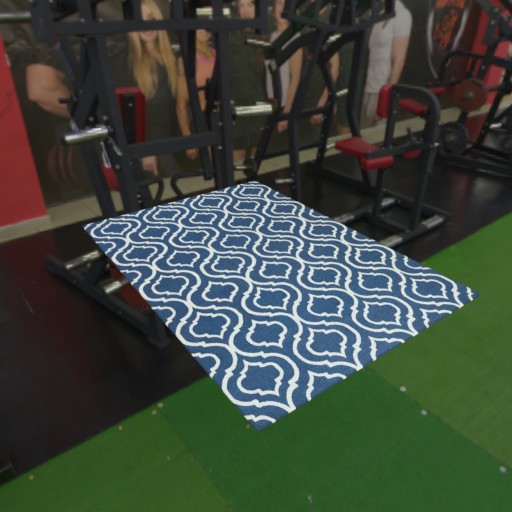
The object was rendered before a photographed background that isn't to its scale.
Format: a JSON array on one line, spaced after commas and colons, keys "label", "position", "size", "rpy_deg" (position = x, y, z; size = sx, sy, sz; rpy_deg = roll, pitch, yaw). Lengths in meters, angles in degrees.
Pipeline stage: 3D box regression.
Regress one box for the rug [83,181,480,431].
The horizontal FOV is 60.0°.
[{"label": "rug", "position": [0.000, 0.000, 2.807], "size": [1.524, 0.010, 2.134], "rpy_deg": [-20, 36, -30]}]
